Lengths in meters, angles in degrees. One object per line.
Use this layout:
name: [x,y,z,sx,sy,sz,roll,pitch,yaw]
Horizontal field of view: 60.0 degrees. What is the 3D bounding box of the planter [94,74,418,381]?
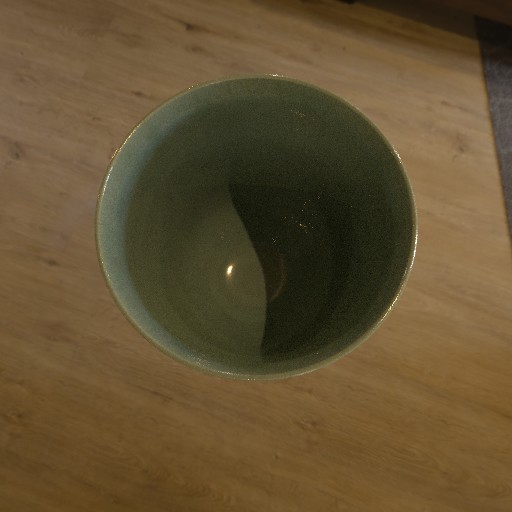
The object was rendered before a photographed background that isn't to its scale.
planter: [0.000,0.000,0.375,0.198,0.214,0.198,0,76,0]
